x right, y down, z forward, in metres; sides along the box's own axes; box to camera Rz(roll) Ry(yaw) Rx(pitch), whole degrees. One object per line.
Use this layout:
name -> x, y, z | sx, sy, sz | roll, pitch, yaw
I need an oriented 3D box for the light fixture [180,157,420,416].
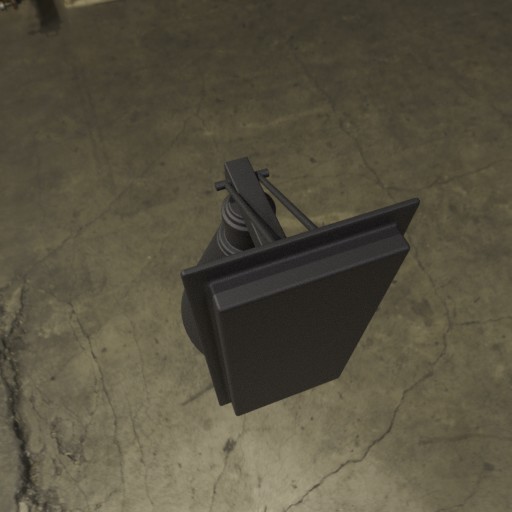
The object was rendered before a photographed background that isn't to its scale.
light fixture -> 0.000, 0.000, 0.416 | 0.170, 0.298, 0.207 | -17, 60, -10
